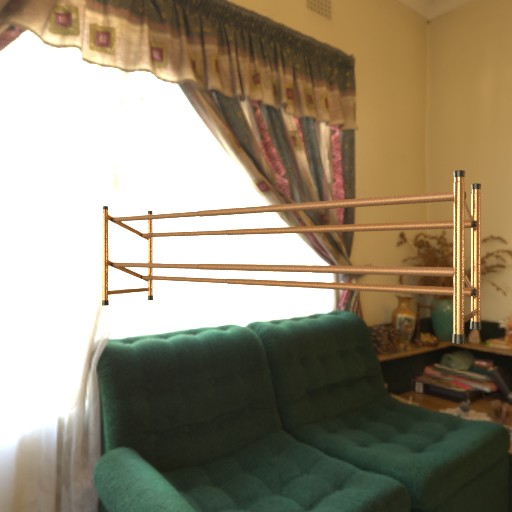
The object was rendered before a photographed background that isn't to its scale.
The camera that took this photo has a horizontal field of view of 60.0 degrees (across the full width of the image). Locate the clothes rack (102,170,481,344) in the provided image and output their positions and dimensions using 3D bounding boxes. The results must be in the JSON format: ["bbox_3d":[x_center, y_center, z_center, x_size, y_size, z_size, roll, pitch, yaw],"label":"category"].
[{"bbox_3d":[0.000,0.000,1.307,1.168,0.349,0.229,0,0,35],"label":"clothes rack"}]
